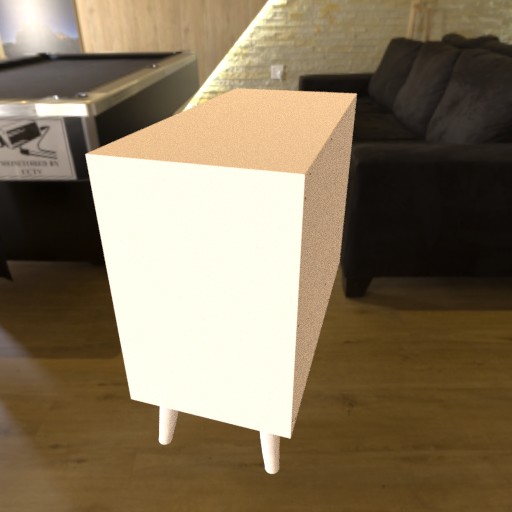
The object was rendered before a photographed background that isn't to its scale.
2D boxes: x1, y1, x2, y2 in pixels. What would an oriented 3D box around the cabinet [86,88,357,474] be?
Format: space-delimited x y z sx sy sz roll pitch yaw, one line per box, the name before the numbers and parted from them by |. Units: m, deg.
cabinet | 0.000 0.000 1.235 0.398 0.761 0.800 8 30 15
